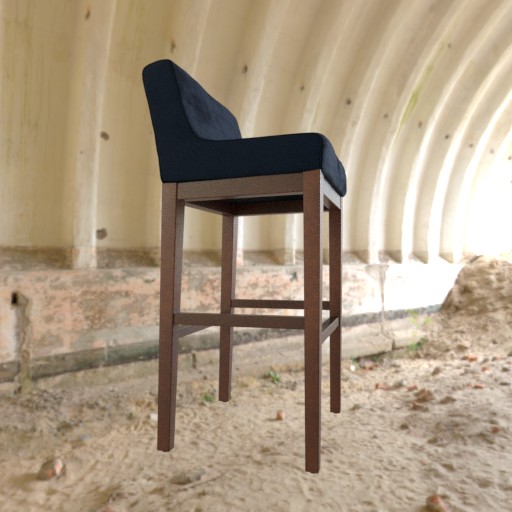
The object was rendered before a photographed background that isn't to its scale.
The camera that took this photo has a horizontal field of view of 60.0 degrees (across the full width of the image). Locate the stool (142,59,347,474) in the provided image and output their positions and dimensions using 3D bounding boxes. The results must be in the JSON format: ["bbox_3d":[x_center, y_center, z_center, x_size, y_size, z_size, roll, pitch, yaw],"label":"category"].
[{"bbox_3d":[0.000,0.000,1.330,0.500,1.037,0.511,0,-1,17],"label":"stool"}]
